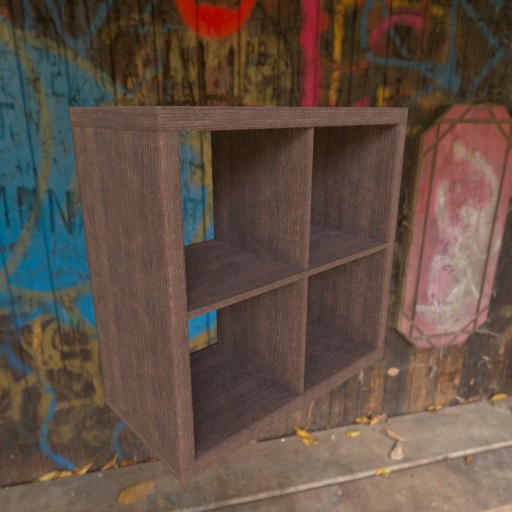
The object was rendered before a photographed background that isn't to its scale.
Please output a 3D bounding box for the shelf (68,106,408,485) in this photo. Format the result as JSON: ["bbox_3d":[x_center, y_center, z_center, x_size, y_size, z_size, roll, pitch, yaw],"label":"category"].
[{"bbox_3d":[0.000,0.000,1.237,0.790,0.786,0.390,-16,24,-40],"label":"shelf"}]
